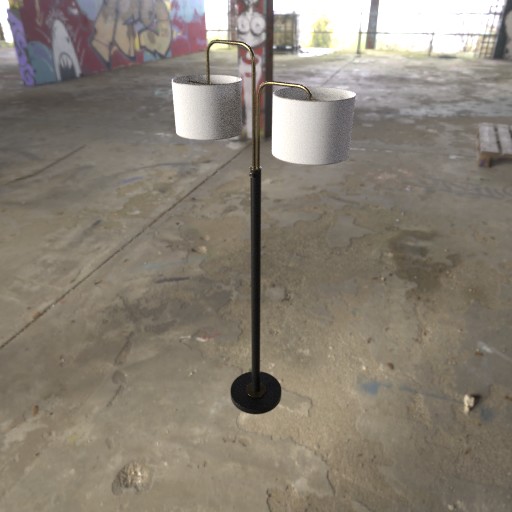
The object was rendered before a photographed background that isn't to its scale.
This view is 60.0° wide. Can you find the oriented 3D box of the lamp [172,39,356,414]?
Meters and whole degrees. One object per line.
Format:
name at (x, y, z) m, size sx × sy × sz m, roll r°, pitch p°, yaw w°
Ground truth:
lamp at (0.000, 0.000, 1.821) m, size 0.711 × 1.587 × 0.254 m, roll 21°, pitch 36°, yaw 33°
